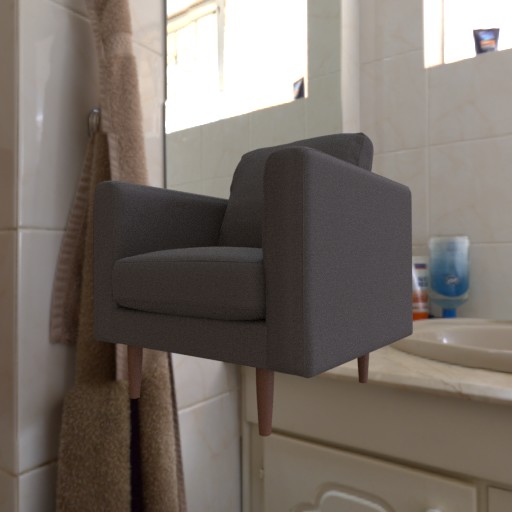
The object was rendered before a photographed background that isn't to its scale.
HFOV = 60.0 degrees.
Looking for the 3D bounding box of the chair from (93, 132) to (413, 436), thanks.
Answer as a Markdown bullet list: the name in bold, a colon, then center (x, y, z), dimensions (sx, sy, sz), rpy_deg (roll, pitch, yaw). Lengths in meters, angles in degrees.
- **chair**: center (0.000, 0.000, 1.548), dimensions (0.854, 0.927, 0.800), rpy_deg (-1, -1, 37)
